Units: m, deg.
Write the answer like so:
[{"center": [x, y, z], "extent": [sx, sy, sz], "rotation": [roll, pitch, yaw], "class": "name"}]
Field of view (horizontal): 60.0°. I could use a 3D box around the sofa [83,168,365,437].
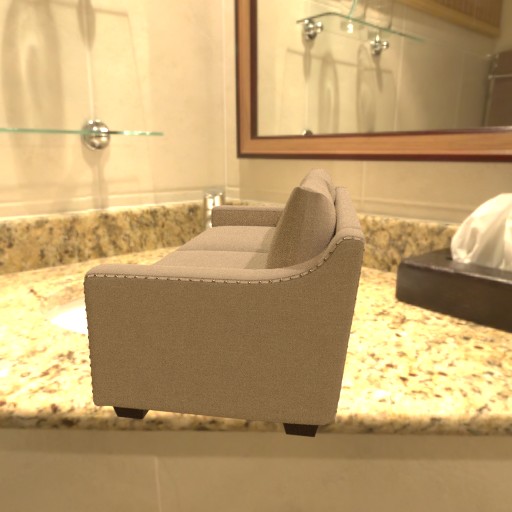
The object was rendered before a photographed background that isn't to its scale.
[{"center": [0.000, 0.000, 2.666], "extent": [1.104, 0.983, 2.107], "rotation": [2, 14, 9], "class": "sofa"}]
